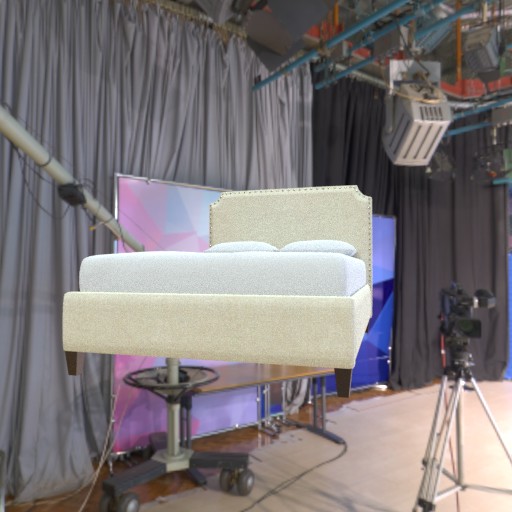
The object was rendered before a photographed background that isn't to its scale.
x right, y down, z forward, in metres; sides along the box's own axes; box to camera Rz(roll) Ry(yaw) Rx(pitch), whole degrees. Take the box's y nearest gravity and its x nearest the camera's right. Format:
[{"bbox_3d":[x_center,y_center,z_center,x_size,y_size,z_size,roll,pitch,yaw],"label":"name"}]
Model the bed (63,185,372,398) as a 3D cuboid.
[{"bbox_3d":[0.000,0.000,3.512,1.713,1.457,2.381,0,-2,16],"label":"bed"}]
